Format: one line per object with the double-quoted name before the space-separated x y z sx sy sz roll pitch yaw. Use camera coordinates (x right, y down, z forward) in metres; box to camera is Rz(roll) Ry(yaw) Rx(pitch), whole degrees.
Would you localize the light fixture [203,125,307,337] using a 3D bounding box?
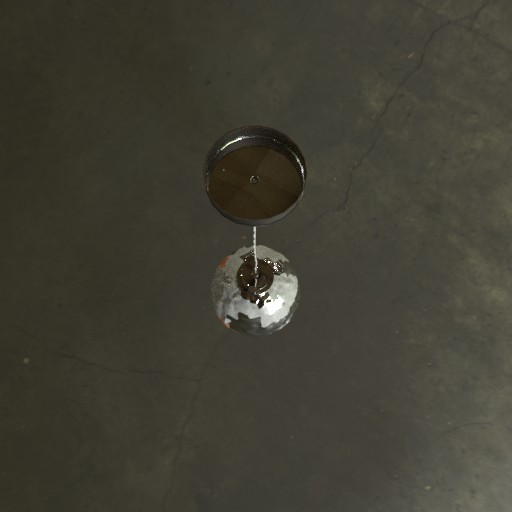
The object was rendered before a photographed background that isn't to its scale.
"light fixture" 0.000 0.000 1.797 0.496 1.511 0.500 20 75 6
